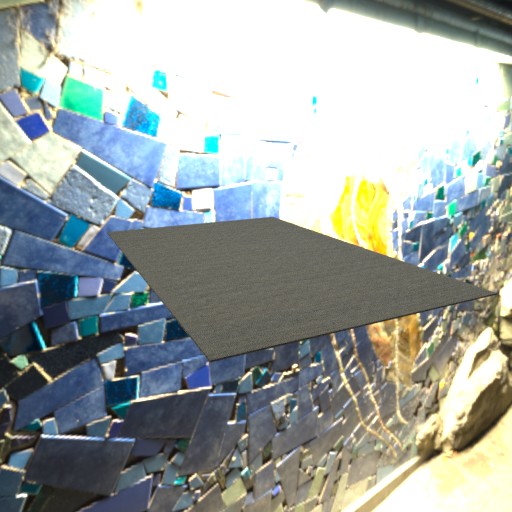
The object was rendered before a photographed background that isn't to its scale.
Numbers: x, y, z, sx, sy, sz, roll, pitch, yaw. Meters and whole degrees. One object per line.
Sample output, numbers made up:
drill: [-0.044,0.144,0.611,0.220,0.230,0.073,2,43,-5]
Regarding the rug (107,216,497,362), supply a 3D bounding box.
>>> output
rug: [0.000,0.000,2.166,1.142,0.006,1.752,-8,17,-25]
